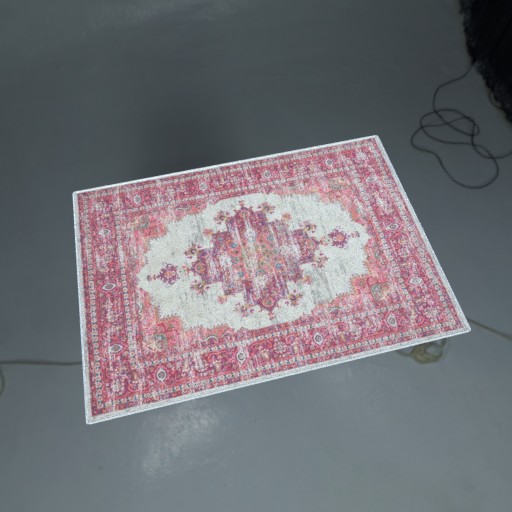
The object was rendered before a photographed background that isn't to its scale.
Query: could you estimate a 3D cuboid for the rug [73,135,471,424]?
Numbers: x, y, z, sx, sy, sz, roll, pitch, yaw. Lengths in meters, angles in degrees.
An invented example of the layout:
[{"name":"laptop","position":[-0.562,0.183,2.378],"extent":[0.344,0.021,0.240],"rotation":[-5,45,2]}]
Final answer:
[{"name":"rug","position":[0.000,0.000,2.217],"extent":[1.747,0.011,1.217],"rotation":[-12,63,-6]}]
